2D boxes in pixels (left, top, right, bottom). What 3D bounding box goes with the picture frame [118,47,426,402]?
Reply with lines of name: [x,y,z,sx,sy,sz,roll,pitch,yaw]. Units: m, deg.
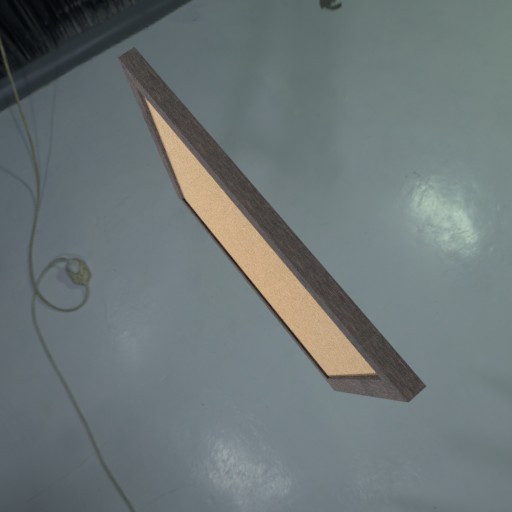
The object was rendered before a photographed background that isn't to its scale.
picture frame: [0.000,0.000,0.742,0.026,0.455,0.546,-37,78,-10]
